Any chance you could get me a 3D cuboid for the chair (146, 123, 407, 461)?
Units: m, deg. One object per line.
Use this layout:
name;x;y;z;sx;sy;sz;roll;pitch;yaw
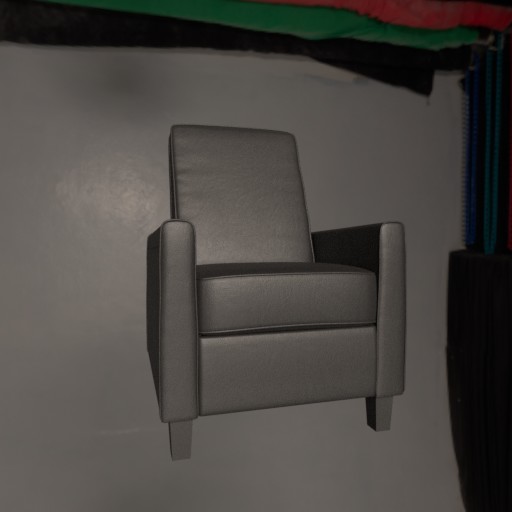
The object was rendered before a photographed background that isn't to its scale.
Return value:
chair;0.000;0.000;1.512;0.705;1.013;0.746;-1;3;-16
